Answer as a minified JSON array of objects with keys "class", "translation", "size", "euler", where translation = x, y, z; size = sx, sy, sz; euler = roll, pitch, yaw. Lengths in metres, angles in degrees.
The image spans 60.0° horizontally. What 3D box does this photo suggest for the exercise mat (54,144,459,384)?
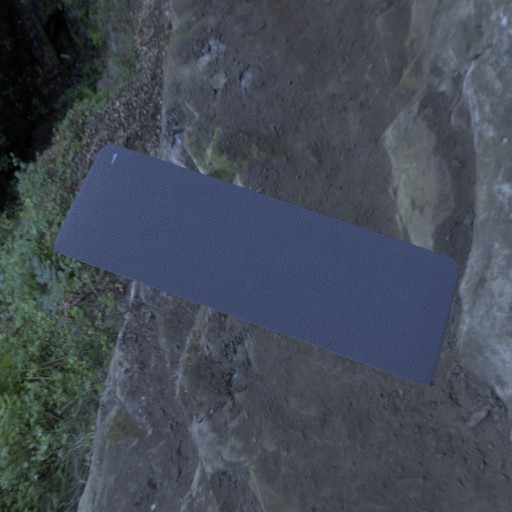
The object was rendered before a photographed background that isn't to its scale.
[{"class":"exercise mat","translation":[0.000,0.000,2.128],"size":[1.884,0.021,0.616],"euler":[19,77,5]}]
